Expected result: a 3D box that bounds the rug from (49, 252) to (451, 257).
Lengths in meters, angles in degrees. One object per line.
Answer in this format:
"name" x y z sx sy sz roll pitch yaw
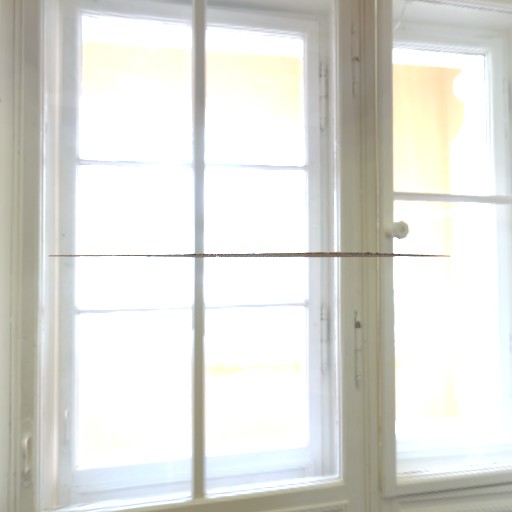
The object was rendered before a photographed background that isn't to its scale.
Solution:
"rug" 0.000 0.000 4.273 3.048 0.010 2.439 0 -1 34
